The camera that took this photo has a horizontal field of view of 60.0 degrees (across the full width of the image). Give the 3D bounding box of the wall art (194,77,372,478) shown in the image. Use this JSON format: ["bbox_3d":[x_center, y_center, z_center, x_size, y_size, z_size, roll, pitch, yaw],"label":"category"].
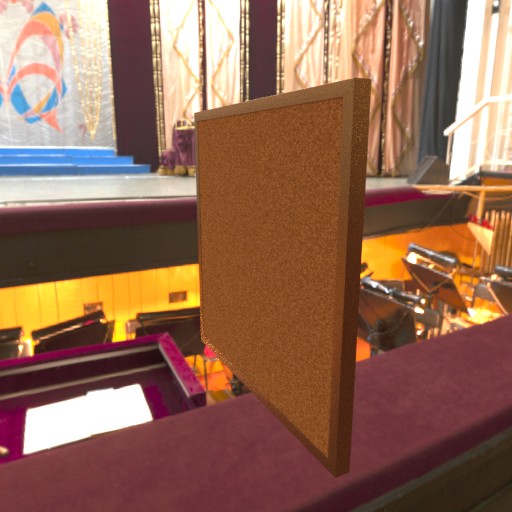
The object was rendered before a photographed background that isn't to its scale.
[{"bbox_3d":[0.000,0.000,1.153,0.036,0.765,0.767,-7,15,-27],"label":"wall art"}]
